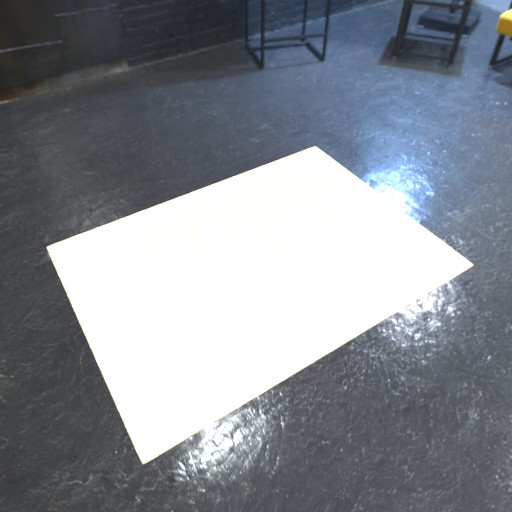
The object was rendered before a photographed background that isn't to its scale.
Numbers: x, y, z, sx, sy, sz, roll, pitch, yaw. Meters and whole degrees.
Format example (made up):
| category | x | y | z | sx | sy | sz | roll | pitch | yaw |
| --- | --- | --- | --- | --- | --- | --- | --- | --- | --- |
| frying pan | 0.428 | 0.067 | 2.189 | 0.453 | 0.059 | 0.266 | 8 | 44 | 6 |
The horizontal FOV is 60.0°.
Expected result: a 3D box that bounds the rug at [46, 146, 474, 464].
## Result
| category | x | y | z | sx | sy | sz | roll | pitch | yaw |
| --- | --- | --- | --- | --- | --- | --- | --- | --- | --- |
| rug | 0.000 | 0.000 | 4.281 | 3.353 | 0.010 | 2.438 | -25 | 51 | -22 |
